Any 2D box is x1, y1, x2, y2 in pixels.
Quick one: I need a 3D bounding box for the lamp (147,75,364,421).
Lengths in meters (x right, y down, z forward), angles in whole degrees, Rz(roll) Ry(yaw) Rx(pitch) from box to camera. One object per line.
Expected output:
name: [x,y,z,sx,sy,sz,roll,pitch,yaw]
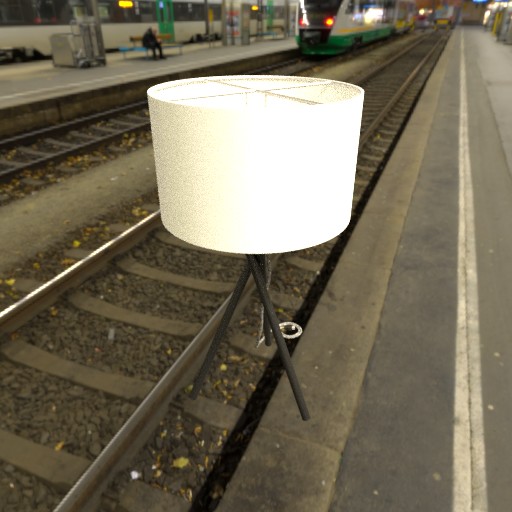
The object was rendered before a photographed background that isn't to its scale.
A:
lamp: [0.000,0.000,0.930,0.353,0.674,0.422,0,29,1]
